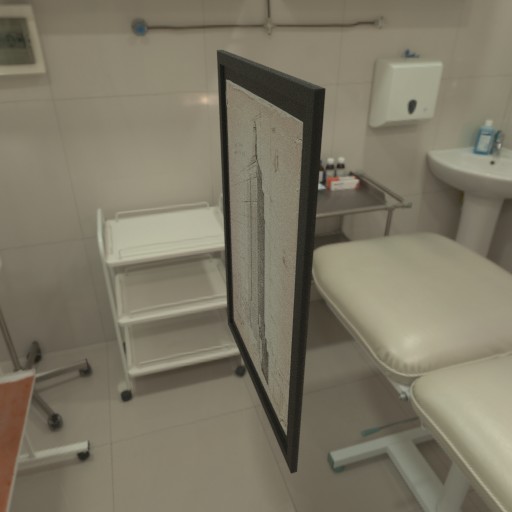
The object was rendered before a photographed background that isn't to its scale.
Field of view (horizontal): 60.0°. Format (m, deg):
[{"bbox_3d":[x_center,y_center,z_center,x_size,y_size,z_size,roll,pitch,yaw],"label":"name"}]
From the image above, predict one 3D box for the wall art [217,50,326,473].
[{"bbox_3d":[0.000,0.000,0.825,0.012,0.661,0.451,-9,31,-15],"label":"wall art"}]
